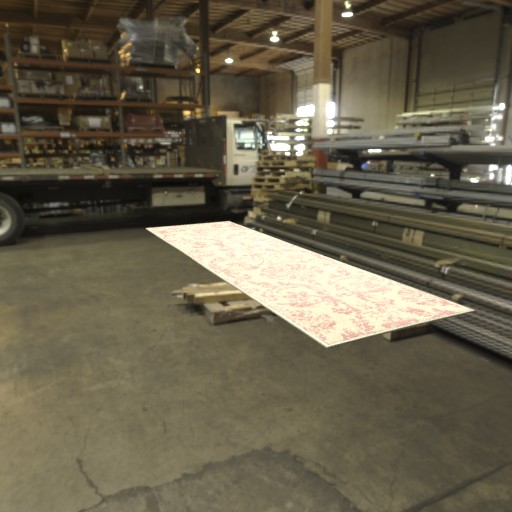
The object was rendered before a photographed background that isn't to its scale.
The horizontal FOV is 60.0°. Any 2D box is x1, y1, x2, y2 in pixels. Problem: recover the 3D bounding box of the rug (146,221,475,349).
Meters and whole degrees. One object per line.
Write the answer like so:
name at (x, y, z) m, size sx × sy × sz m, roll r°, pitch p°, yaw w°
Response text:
rug at (0.000, 0.000, 2.409) m, size 0.662 × 0.011 × 2.196 m, roll -7°, pitch 16°, yaw -27°
